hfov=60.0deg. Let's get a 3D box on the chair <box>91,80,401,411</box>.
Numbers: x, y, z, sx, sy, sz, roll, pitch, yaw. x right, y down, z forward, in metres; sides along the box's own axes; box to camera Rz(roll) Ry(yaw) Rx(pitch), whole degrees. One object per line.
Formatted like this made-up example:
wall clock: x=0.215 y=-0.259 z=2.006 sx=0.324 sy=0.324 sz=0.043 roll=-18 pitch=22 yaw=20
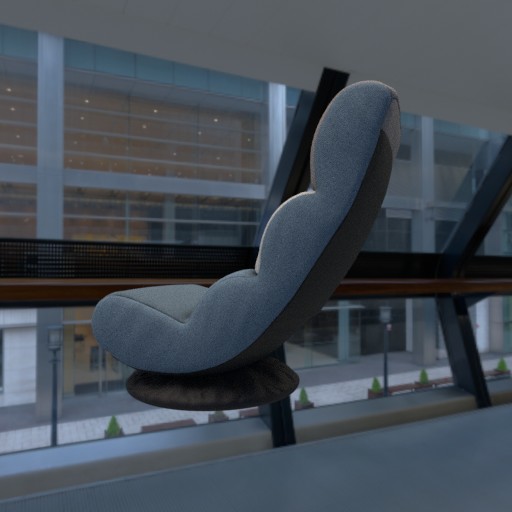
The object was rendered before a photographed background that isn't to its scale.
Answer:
chair: x=0.000 y=0.000 z=1.057 sx=0.661 sy=0.641 sz=0.420 roll=0 pitch=-1 yaw=18
